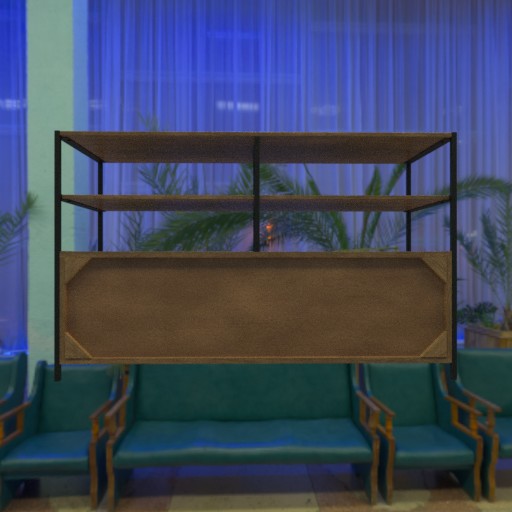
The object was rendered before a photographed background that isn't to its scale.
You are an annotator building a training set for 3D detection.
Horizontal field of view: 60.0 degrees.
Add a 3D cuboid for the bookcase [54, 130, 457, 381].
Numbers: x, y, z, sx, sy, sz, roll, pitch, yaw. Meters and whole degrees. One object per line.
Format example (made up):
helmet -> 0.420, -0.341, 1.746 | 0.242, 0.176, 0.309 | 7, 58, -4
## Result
bookcase -> 0.000, 0.000, 1.456 | 1.149, 0.712, 0.391 | 0, 0, -1
